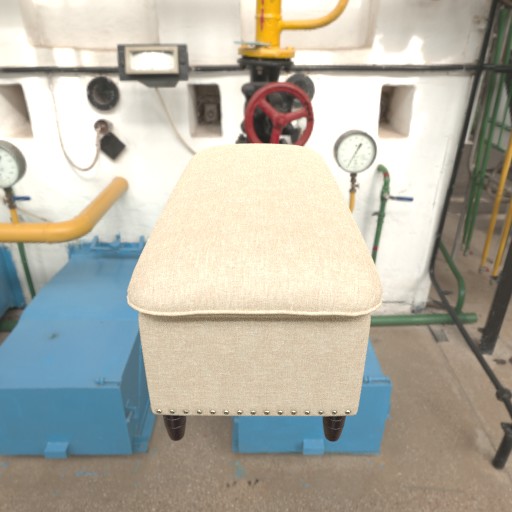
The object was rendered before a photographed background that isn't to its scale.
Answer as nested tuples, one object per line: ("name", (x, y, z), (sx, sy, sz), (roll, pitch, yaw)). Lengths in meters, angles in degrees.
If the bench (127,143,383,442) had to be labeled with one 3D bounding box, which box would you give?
("bench", (0.000, 0.000, 1.276), (0.483, 0.483, 0.991), (0, 28, 0))
